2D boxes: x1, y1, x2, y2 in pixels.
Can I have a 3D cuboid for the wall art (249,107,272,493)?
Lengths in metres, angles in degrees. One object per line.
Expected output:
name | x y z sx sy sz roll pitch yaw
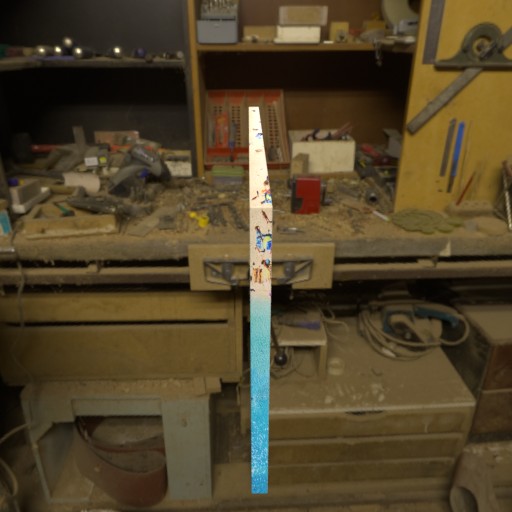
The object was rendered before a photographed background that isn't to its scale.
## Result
wall art | 0.000 0.000 1.450 0.040 0.769 1.136 0 27 -1
